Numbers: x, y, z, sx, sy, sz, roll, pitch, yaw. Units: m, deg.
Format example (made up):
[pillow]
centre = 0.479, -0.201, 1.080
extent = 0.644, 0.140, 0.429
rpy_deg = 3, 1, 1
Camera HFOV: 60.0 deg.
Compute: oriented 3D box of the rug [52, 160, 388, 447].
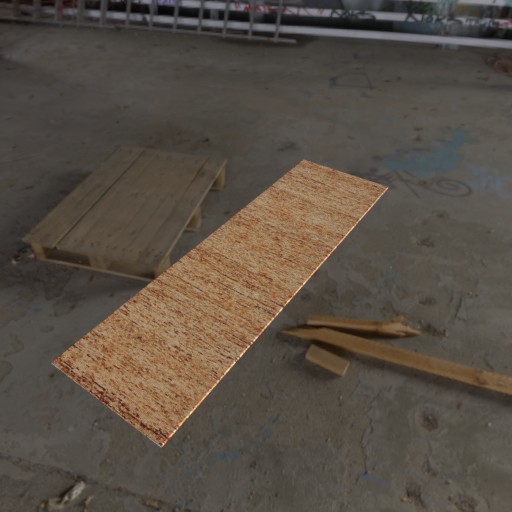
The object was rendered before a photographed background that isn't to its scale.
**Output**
[rug]
centre = 0.000, 0.000, 2.525
extent = 0.680, 0.014, 2.237
rpy_deg = 25, 47, 26
